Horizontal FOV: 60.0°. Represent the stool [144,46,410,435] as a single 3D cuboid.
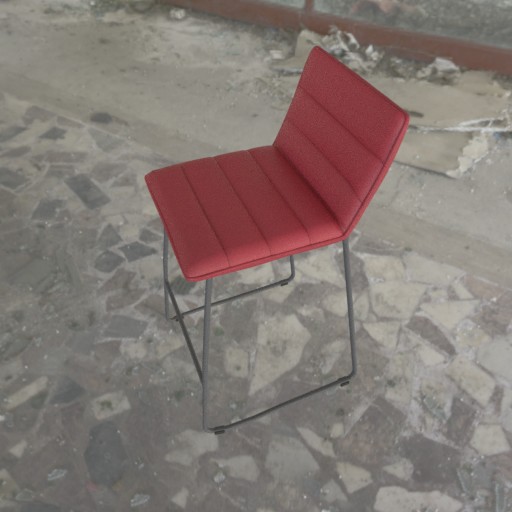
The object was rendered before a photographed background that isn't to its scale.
[{"bbox_3d":[0.000,0.000,1.223,0.524,0.937,0.489,-17,48,-16],"label":"stool"}]
